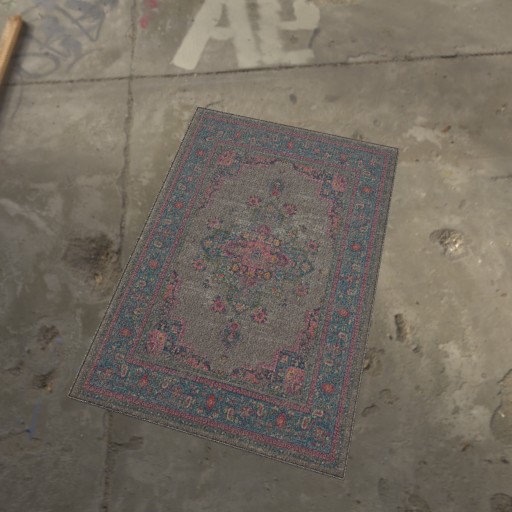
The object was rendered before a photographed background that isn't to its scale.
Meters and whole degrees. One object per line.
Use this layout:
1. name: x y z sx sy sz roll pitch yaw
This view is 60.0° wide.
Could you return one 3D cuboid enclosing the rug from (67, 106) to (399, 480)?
1. rug: 0.000 0.000 3.662 2.005 0.013 2.890 14 64 7
